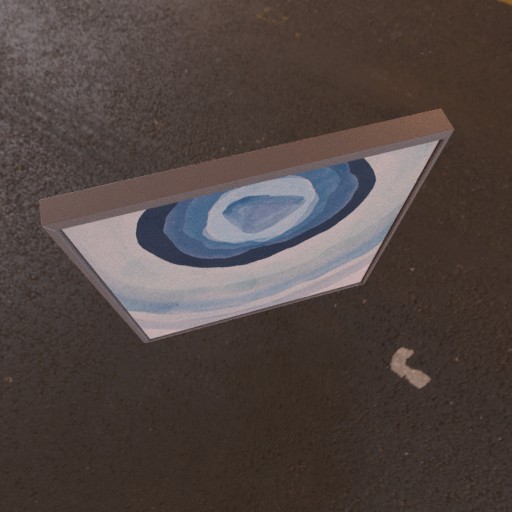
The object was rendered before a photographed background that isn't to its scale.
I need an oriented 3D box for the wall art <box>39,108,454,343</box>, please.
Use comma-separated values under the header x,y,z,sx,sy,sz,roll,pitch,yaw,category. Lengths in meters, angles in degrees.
x,y,z,sx,sy,sz,roll,pitch,yaw,category
0.000,0.000,0.522,0.349,0.349,0.028,-14,65,-7,wall art
